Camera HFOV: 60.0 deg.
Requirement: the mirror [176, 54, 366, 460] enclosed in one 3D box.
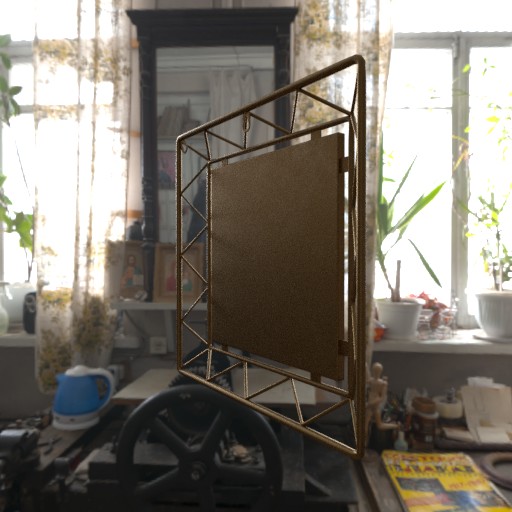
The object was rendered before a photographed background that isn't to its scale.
[{"bbox_3d":[0.000,0.000,0.622,0.046,0.414,0.416,0,1,-36],"label":"mirror"}]
